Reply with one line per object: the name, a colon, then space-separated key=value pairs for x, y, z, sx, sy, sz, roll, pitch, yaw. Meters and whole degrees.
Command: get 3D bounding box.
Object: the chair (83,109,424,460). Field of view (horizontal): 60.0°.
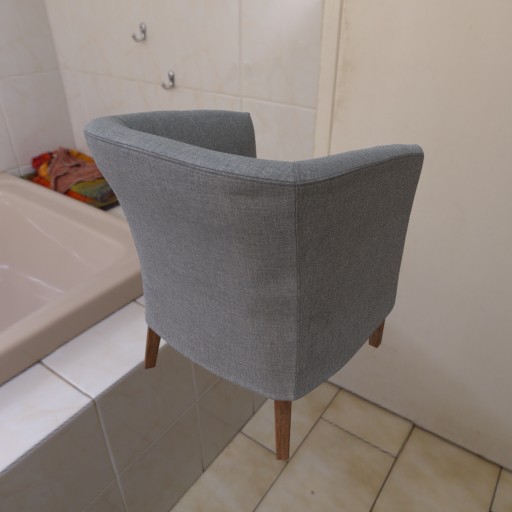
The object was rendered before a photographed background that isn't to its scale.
chair: x=0.000 y=0.000 z=1.185 sx=0.600 sy=0.771 sz=0.668 roll=22 pitch=38 yaw=32
